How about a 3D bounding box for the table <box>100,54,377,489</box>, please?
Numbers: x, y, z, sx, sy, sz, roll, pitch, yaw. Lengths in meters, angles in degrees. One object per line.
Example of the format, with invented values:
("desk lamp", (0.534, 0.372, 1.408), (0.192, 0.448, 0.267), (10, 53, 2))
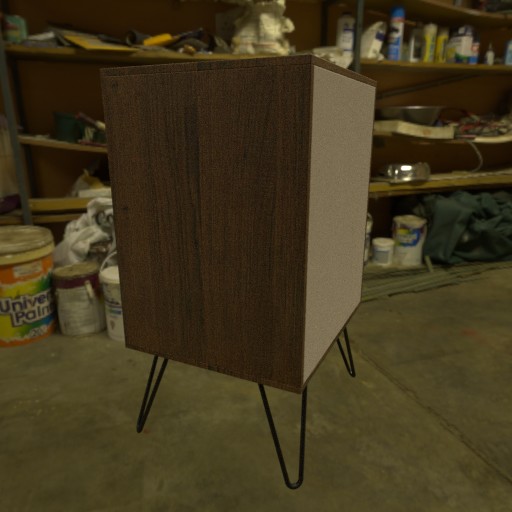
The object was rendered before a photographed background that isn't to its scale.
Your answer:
("table", (0.000, 0.000, 1.146), (0.457, 0.866, 0.526), (8, 18, 25))
